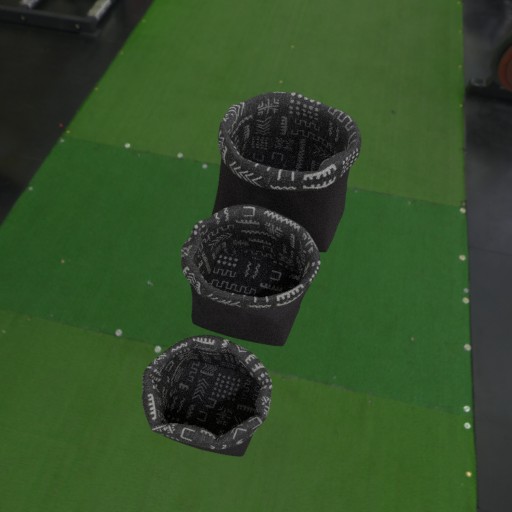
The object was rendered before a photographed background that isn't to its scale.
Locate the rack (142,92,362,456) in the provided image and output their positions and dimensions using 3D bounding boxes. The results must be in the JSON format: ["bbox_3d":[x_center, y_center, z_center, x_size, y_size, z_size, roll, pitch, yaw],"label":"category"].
[{"bbox_3d":[0.000,0.000,1.091,0.379,0.323,0.905,13,59,8],"label":"rack"}]
